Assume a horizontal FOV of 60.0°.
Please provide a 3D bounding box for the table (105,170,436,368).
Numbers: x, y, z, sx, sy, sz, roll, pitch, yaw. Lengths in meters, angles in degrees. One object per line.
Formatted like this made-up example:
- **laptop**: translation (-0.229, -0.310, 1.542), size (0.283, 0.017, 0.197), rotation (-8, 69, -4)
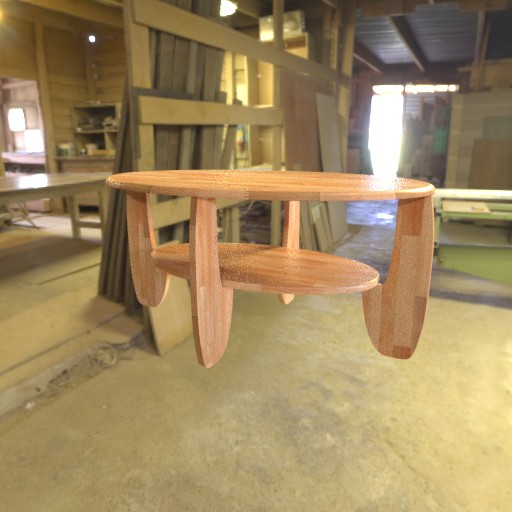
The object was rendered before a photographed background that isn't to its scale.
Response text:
- **table**: translation (0.000, 0.000, 1.407), size (1.040, 0.490, 0.690), rotation (7, 16, 26)
